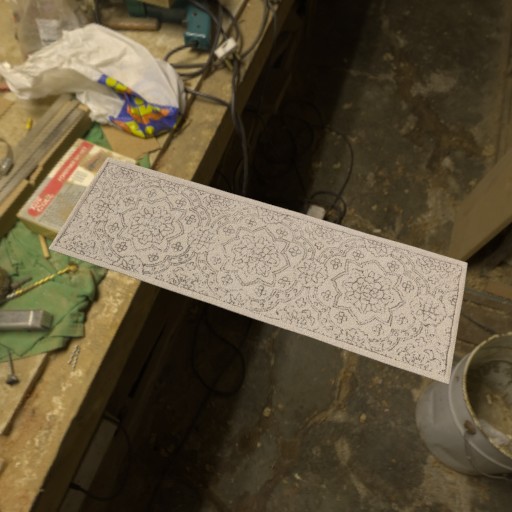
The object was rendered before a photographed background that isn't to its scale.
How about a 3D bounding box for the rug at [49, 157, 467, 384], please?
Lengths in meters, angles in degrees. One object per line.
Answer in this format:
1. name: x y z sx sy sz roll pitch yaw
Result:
1. rug: 0.000 0.000 2.702 2.448 0.012 0.769 17 64 9
